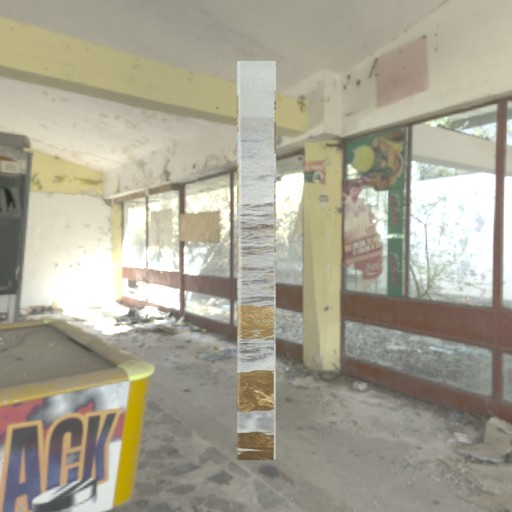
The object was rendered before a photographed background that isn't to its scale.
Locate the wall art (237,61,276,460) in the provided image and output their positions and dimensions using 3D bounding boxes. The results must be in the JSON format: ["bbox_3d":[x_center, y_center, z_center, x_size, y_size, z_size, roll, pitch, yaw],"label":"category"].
[{"bbox_3d":[0.000,0.000,0.754,0.041,0.407,0.606,0,1,0],"label":"wall art"}]
